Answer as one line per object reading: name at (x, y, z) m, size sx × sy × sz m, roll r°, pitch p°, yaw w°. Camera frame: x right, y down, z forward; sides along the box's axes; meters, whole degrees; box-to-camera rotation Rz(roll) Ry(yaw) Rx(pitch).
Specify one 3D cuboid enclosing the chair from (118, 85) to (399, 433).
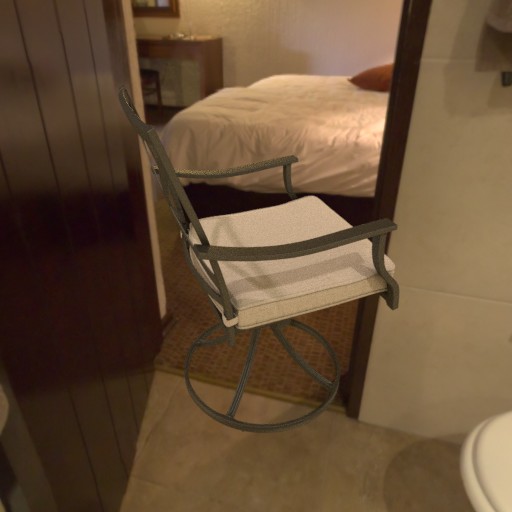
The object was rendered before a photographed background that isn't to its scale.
chair at (0.000, 0.000, 1.275) m, size 0.620 × 0.889 × 0.575 m, roll -11°, pitch 32°, yaw -18°
